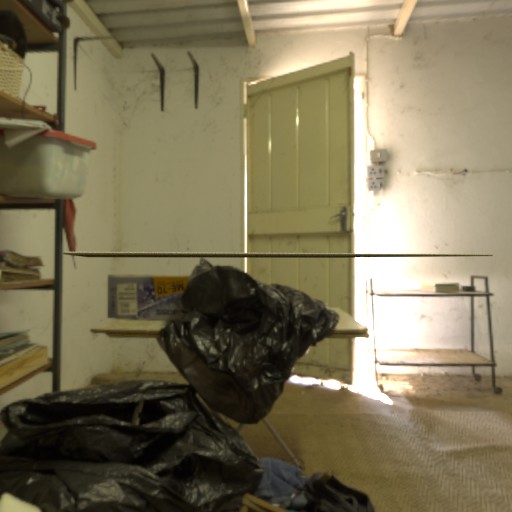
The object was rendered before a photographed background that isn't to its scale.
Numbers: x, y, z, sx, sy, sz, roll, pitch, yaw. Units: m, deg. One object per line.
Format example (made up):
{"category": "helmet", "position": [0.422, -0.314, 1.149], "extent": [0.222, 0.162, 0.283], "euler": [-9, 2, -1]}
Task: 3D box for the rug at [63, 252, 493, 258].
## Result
{"category": "rug", "position": [0.000, 0.000, 4.097], "extent": [3.050, 0.015, 2.441], "euler": [0, -1, -18]}
